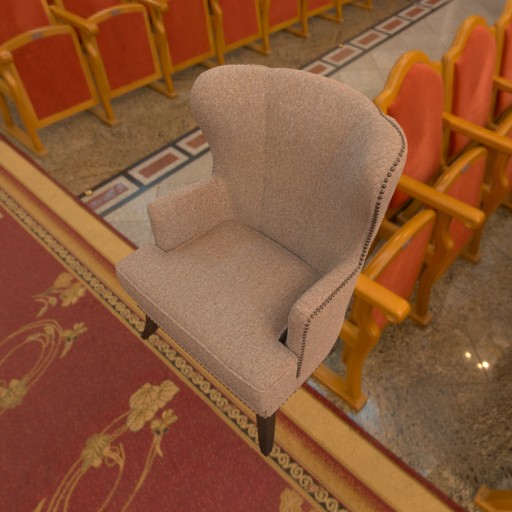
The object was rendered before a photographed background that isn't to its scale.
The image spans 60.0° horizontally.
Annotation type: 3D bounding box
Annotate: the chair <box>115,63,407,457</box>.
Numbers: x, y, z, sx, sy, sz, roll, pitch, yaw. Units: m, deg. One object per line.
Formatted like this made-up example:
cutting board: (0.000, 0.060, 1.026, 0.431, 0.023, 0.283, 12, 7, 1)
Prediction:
chair: (0.000, 0.000, 1.589, 0.759, 1.060, 0.758, 34, 56, 28)
